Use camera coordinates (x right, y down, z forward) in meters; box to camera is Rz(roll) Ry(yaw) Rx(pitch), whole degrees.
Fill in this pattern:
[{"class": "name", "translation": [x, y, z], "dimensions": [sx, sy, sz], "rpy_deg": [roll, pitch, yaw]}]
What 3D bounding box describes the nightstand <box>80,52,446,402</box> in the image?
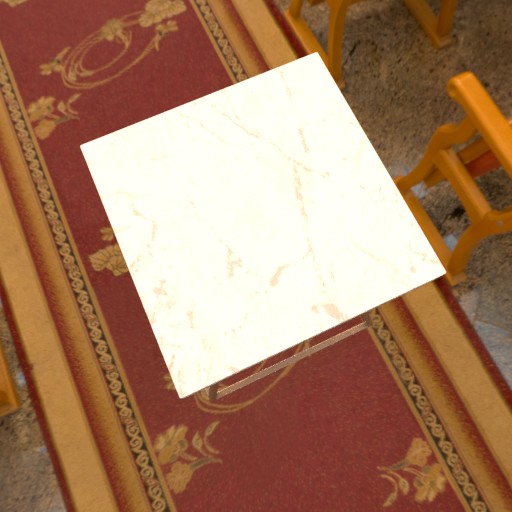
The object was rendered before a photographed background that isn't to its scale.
[{"class": "nightstand", "translation": [0.000, 0.000, 0.916], "dimensions": [0.455, 0.554, 0.455], "rpy_deg": [-24, 76, -6]}]
